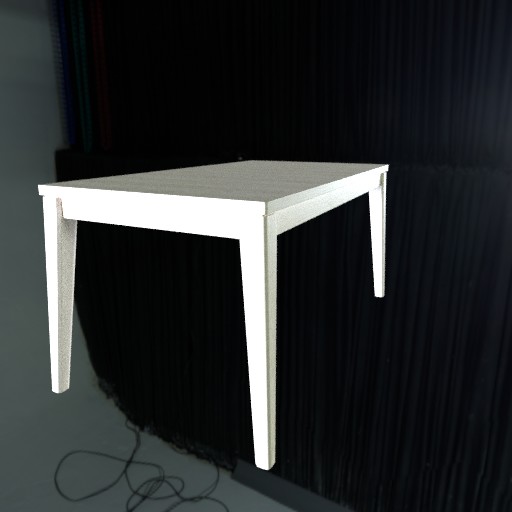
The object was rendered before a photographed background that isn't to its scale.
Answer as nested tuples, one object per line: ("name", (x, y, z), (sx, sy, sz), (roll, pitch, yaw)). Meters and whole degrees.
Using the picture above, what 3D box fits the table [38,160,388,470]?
("table", (0.000, 0.000, 2.041), (0.900, 0.760, 1.600), (8, 17, 26))
